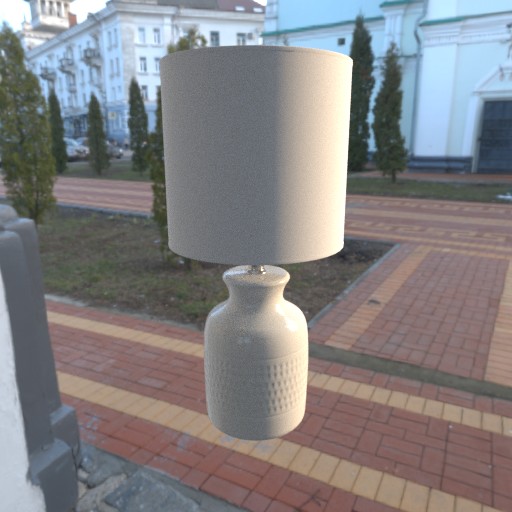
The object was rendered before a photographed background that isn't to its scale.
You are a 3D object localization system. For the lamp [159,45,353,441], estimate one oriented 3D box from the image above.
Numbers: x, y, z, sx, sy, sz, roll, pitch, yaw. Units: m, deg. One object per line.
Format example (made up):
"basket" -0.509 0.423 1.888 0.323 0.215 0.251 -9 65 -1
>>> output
"lamp" 0.000 0.000 0.489 0.188 0.392 0.188 14 20 42
